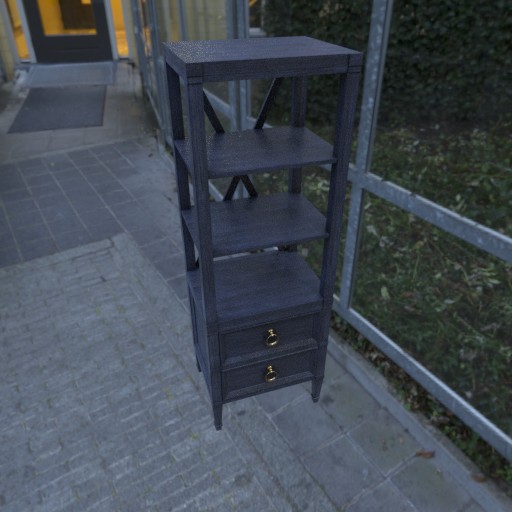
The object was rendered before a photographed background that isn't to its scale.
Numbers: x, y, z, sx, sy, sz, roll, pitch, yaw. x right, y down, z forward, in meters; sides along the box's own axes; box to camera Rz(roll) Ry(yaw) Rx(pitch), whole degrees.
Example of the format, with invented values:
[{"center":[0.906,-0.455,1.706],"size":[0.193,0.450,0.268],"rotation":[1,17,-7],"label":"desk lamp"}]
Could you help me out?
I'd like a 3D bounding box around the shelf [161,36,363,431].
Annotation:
[{"center":[0.000,0.000,2.011],"size":[0.584,1.727,0.472],"rotation":[-10,34,-16],"label":"shelf"}]
